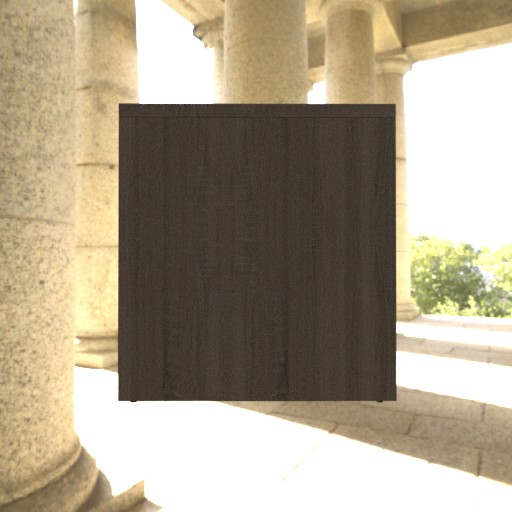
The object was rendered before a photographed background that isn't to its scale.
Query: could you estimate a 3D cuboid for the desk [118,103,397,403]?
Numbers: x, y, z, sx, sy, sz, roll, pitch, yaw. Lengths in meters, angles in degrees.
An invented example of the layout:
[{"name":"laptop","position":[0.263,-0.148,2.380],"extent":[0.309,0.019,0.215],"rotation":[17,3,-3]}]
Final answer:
[{"name":"desk","position":[0.000,0.000,1.788],"extent":[0.690,0.745,1.380],"rotation":[0,-1,0]}]
